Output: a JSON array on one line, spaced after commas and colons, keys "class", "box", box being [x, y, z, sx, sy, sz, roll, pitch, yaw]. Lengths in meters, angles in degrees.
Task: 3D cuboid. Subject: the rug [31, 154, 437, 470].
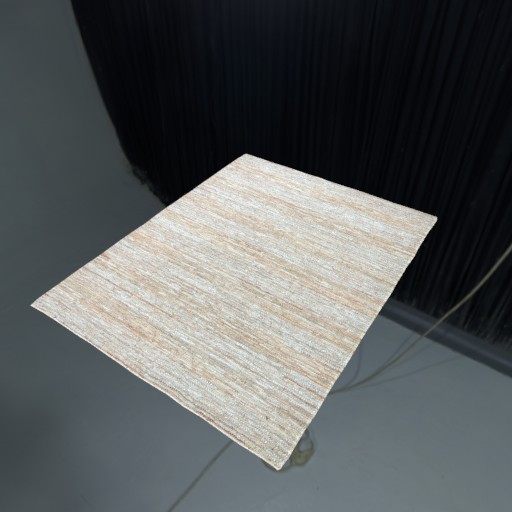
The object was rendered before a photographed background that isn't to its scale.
[{"class": "rug", "box": [0.000, 0.000, 3.897, 2.313, 0.009, 2.939, 24, 47, 25]}]
